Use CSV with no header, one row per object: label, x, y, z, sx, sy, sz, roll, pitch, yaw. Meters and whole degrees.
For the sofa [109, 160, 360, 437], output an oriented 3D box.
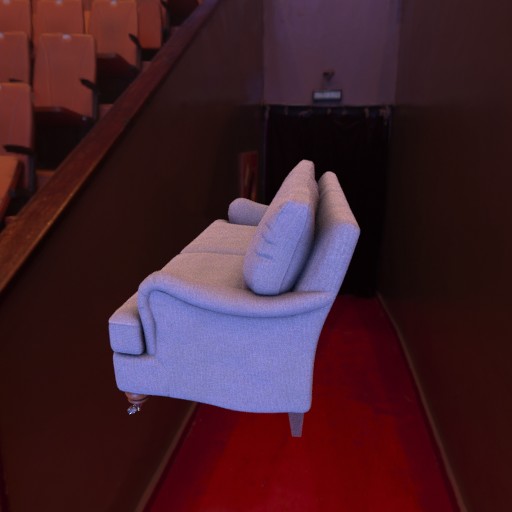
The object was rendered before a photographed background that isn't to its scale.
sofa,0.000,0.000,2.858,1.069,1.096,2.193,2,16,7
